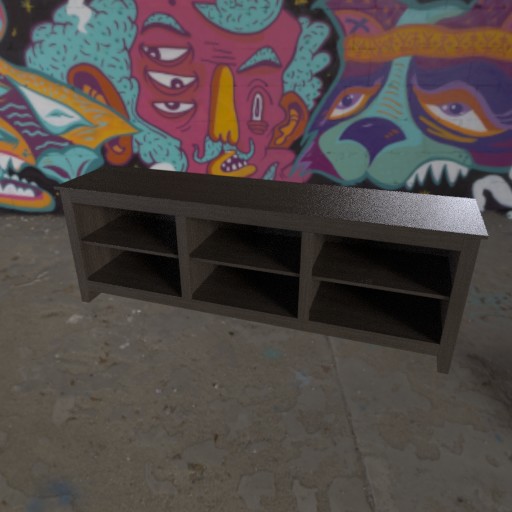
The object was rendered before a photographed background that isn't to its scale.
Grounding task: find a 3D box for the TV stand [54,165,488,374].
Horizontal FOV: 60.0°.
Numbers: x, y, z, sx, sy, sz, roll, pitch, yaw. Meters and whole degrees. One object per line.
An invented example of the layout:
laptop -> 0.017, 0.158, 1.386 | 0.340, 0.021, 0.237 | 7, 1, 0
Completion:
TV stand -> 0.000, 0.000, 2.045 | 1.778, 0.610, 0.406 | 8, 27, 16
